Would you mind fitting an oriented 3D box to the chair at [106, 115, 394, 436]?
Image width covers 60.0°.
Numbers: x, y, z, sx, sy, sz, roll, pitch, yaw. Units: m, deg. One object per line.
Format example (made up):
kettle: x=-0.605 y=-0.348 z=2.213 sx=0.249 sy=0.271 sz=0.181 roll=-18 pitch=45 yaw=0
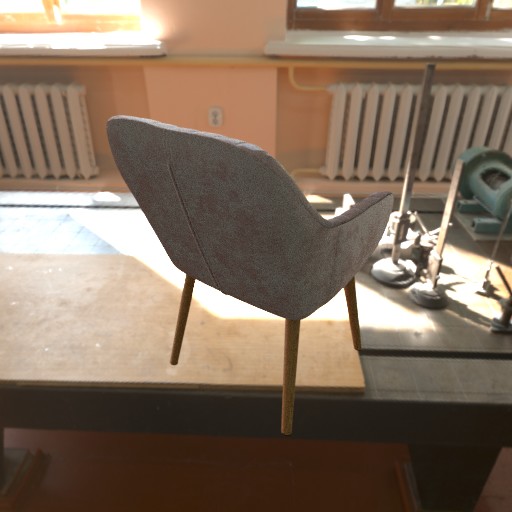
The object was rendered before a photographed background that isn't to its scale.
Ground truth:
chair: x=0.000 y=0.000 z=1.245 sx=0.610 sy=0.832 sz=0.570 roll=21 pitch=37 yaw=31
